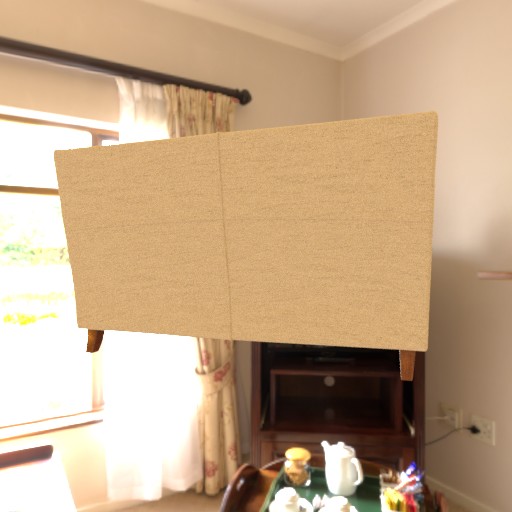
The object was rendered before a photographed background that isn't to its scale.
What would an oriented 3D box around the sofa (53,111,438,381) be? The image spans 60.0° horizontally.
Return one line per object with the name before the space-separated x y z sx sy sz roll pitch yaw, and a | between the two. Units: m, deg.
sofa | 0.000 0.000 1.998 1.482 0.892 0.891 0 0 19
